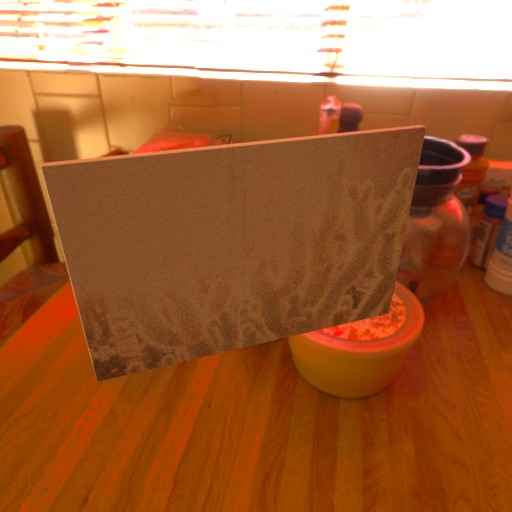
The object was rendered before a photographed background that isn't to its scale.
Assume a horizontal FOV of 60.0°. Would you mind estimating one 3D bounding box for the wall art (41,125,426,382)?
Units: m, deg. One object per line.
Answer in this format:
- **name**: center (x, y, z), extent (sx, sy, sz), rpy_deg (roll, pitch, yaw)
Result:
- **wall art**: center (0.000, 0.000, 1.960), extent (1.525, 1.012, 0.038), rpy_deg (-10, 33, -16)
